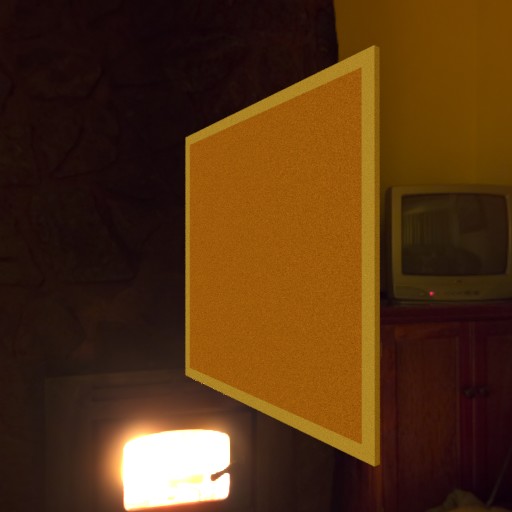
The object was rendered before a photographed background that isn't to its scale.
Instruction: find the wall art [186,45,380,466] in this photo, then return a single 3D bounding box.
[{"bbox_3d":[0.000,0.000,0.669,0.009,0.457,0.456,0,0,-35],"label":"wall art"}]
